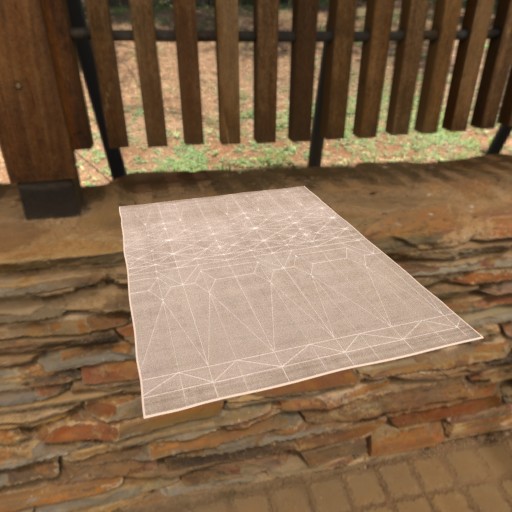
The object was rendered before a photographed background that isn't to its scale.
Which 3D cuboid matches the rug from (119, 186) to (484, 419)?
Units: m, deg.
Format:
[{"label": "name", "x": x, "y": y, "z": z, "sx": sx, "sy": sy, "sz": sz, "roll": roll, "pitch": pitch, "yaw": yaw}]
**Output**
[{"label": "rug", "x": 0.000, "y": 0.000, "z": 4.316, "sx": 2.449, "sy": 0.019, "sz": 3.357, "roll": -9, "pitch": 30, "yaw": -15}]
